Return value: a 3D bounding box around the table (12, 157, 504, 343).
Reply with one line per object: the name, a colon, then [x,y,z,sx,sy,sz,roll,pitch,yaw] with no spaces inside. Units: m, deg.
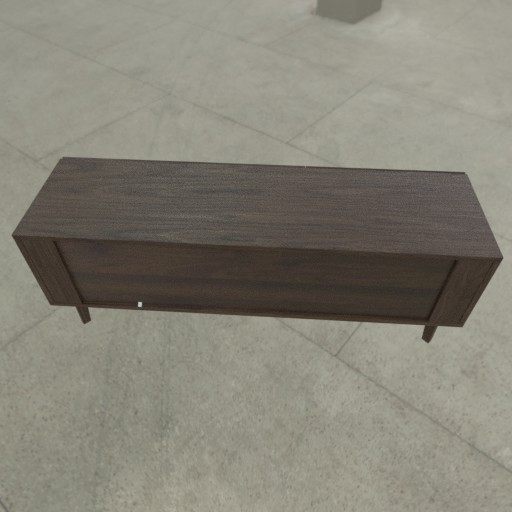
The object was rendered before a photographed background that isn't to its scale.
table: [0.000,0.000,1.577,1.397,0.508,0.405,3,47,3]
